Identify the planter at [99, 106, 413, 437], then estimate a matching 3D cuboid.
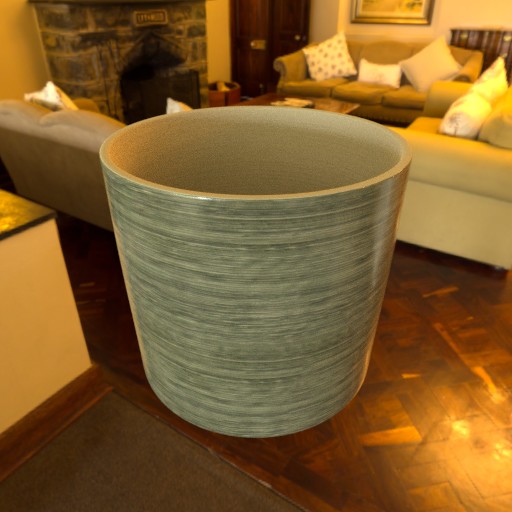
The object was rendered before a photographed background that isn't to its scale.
[{"bbox_3d":[0.000,0.000,0.378,0.221,0.201,0.221,0,31,0],"label":"planter"}]
